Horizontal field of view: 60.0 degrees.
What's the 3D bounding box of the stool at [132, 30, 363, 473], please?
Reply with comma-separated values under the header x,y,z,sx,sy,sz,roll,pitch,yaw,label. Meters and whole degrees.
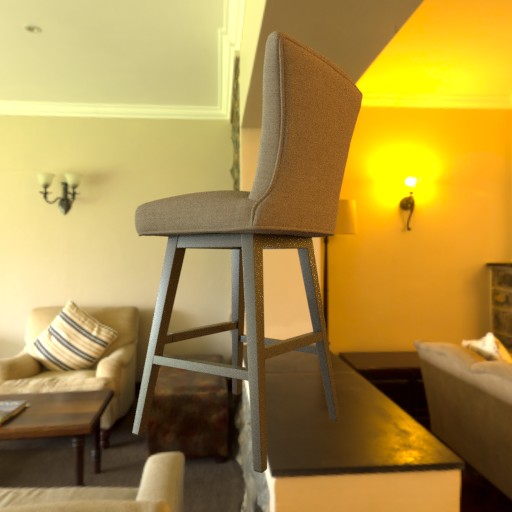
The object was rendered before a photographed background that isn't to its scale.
x,y,z,sx,sy,sz,roll,pitch,yaw,label
0.000,0.000,1.394,0.574,1.086,0.514,0,0,36,stool
